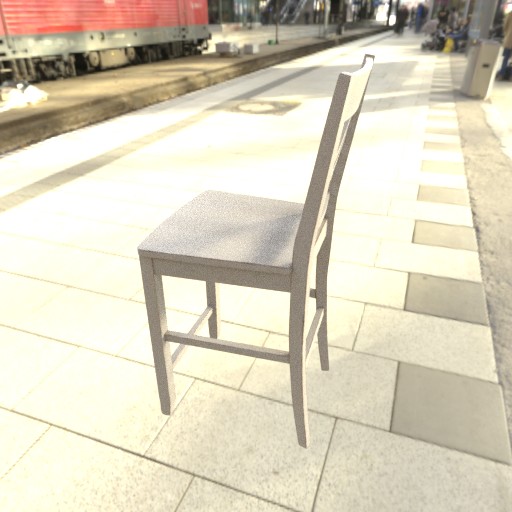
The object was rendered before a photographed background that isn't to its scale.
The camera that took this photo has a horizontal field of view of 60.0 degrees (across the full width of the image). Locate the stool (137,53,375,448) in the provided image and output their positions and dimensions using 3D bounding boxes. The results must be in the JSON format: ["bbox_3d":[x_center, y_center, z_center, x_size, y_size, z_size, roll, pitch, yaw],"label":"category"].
[{"bbox_3d":[0.000,0.000,1.317,0.539,1.079,0.462,9,30,16],"label":"stool"}]
